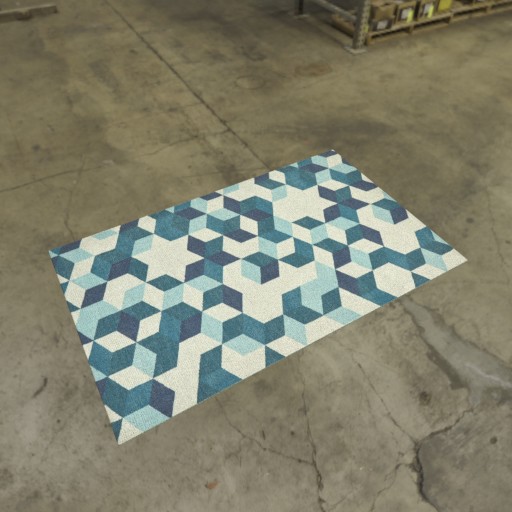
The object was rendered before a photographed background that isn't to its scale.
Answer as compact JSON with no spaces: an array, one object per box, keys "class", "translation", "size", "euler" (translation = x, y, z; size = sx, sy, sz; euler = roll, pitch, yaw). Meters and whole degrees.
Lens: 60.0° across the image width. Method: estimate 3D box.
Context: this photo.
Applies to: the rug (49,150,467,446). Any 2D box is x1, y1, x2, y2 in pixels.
[{"class":"rug","translation":[0.000,0.000,3.033],"size":[2.438,0.015,1.518],"euler":[-23,51,-20]}]
